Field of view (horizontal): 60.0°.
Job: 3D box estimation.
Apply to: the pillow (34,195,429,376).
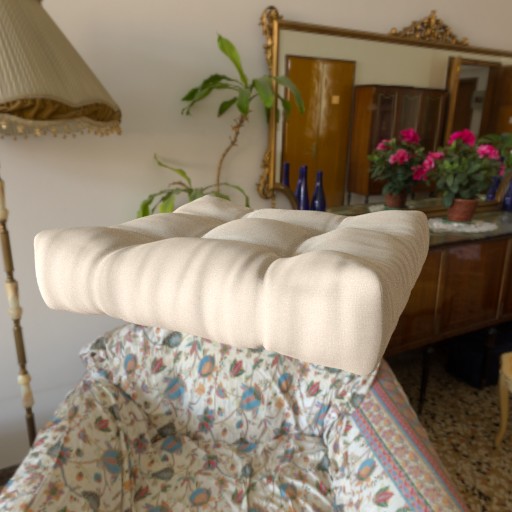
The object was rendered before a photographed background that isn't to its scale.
[{"bbox_3d":[0.000,0.000,0.714,0.490,0.128,0.468,7,17,25],"label":"pillow"}]
